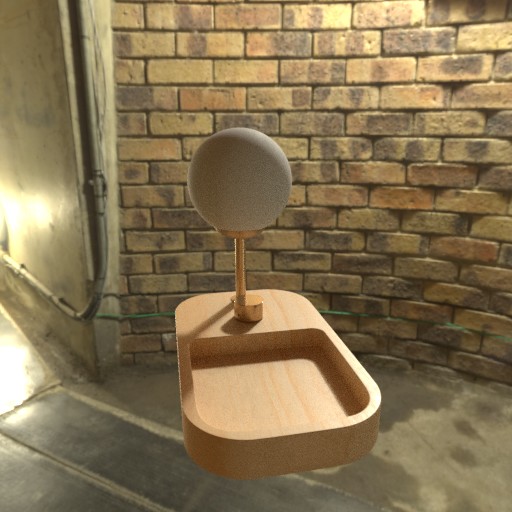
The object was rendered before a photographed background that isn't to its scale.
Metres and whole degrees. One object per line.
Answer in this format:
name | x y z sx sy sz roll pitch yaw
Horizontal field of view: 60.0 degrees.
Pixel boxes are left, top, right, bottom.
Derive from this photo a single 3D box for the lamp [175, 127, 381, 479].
lamp | 0.000 0.000 0.459 0.173 0.253 0.331 -3 17 -11
